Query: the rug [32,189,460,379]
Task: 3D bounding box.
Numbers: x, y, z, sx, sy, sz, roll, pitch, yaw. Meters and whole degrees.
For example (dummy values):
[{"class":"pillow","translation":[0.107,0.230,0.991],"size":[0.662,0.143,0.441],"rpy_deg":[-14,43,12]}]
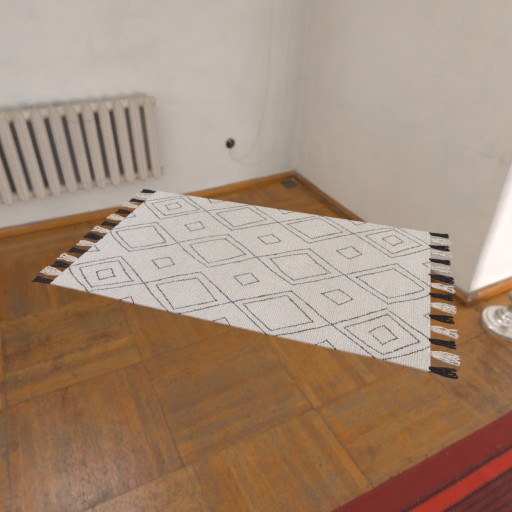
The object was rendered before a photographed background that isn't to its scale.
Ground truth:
[{"class":"rug","translation":[0.000,0.000,3.257],"size":[2.755,0.021,1.524],"rpy_deg":[10,36,15]}]
